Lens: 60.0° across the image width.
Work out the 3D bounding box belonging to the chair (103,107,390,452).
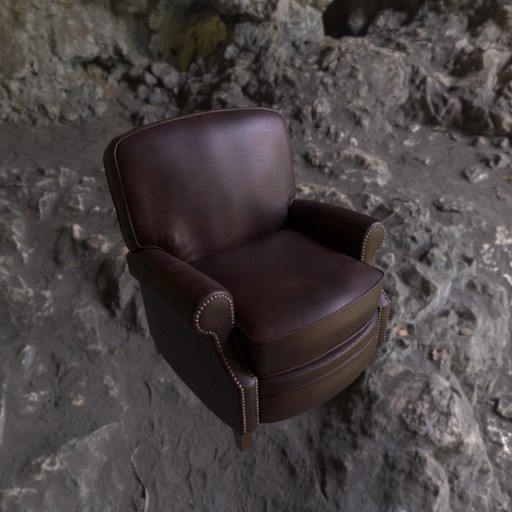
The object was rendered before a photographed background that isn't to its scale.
[{"bbox_3d":[0.000,0.000,1.775,0.936,1.018,0.986,-22,37,-33],"label":"chair"}]
